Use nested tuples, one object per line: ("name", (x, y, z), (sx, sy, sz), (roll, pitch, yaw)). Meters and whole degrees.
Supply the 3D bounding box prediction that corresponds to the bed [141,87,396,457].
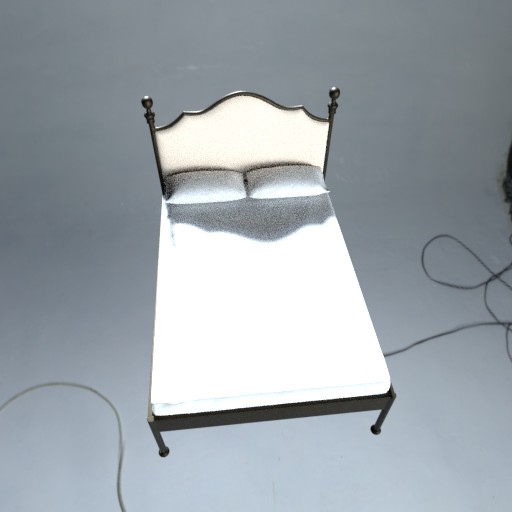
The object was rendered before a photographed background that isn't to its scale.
("bed", (0.000, 0.000, 3.197), (1.533, 1.462, 2.170), (-4, 47, -4))
